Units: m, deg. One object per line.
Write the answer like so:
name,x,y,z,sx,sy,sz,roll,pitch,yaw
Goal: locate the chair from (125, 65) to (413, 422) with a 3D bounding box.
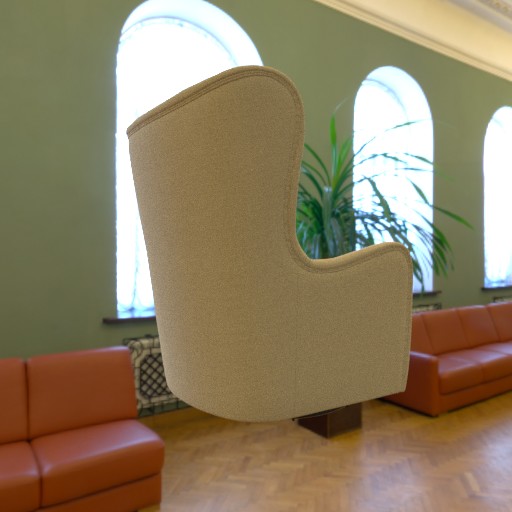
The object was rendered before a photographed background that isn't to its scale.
chair,0.000,0.000,1.717,0.929,1.079,0.831,0,0,-36
